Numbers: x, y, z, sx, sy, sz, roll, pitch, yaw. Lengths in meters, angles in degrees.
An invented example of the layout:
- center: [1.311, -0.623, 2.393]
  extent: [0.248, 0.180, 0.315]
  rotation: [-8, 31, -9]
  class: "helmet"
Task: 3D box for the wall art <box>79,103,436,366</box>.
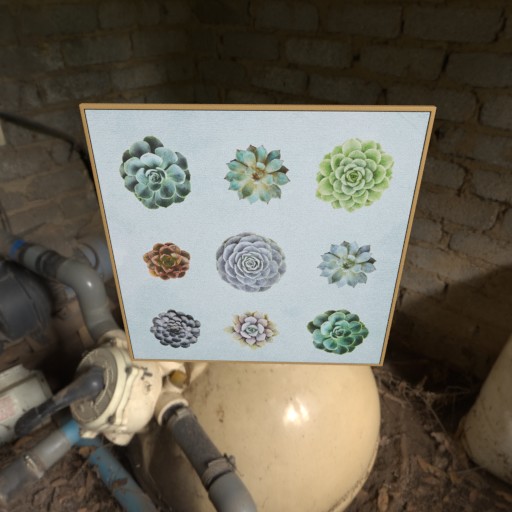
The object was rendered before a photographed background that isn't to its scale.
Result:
- center: [0.000, 0.000, 0.992]
  extent: [0.657, 0.655, 0.014]
  rotation: [1, 32, 1]
  class: "wall art"
